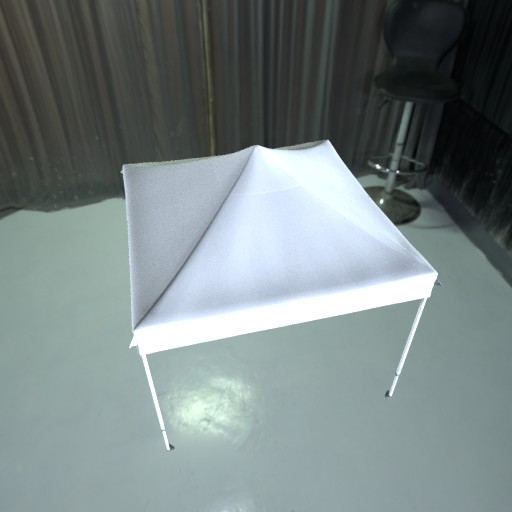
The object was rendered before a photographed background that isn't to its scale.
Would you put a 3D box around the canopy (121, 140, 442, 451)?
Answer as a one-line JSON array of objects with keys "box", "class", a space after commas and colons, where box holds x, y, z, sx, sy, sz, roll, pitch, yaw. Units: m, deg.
[{"box": [0.000, 0.000, 5.516, 2.996, 2.998, 2.994, -10, 42, -11], "class": "canopy"}]
